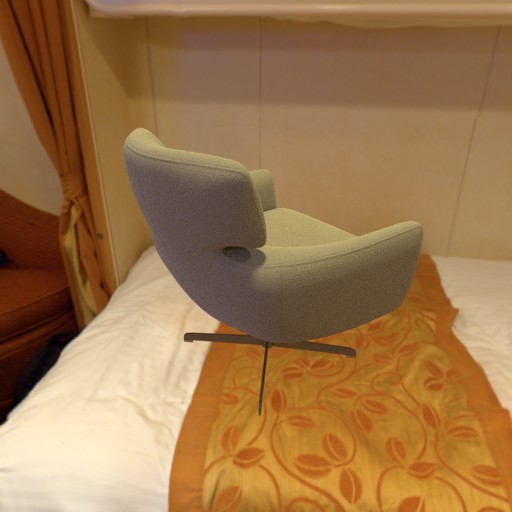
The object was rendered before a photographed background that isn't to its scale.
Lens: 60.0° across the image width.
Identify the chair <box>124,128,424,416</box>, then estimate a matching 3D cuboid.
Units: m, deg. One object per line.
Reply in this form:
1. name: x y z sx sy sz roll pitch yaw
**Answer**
1. chair: 0.000 0.000 1.430 0.730 0.810 0.760 -19 33 -33
